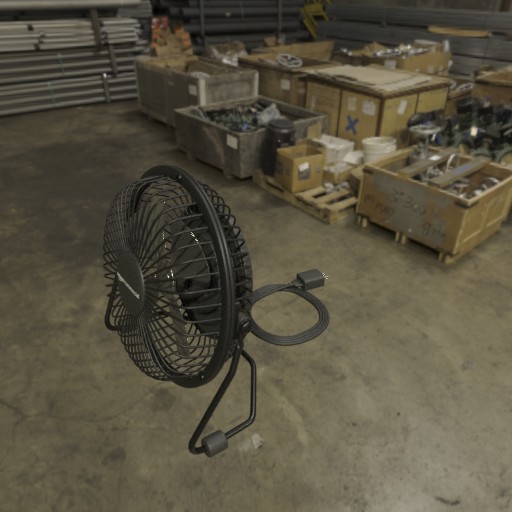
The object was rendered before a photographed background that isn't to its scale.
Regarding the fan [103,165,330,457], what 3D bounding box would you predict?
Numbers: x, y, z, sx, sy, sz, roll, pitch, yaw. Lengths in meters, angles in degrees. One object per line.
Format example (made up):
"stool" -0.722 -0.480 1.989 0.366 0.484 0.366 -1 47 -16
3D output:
"fan" 0.000 0.000 0.315 0.202 0.152 0.153 -21 37 -30
